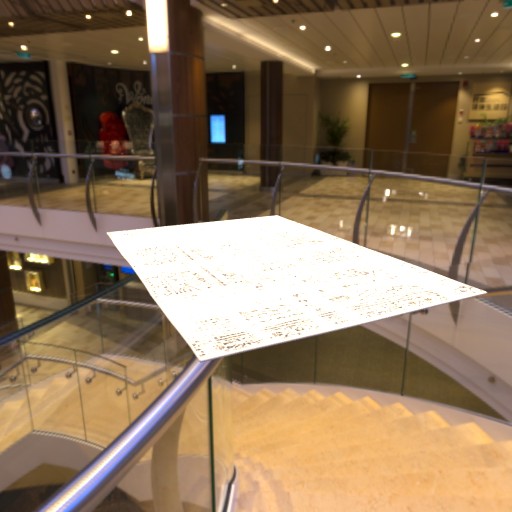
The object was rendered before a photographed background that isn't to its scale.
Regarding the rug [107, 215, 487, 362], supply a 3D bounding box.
[{"bbox_3d":[0.000,0.000,3.166,1.706,0.026,2.438,-8,18,-25],"label":"rug"}]
